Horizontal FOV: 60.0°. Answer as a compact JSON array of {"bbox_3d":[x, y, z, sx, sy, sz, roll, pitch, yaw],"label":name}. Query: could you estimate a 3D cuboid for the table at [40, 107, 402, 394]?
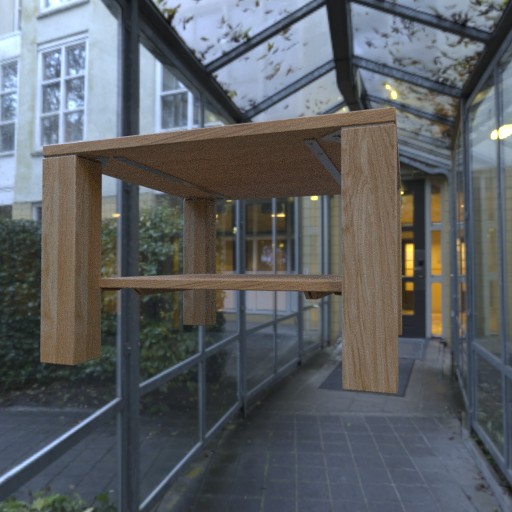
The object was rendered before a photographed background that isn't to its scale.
[{"bbox_3d":[0.000,0.000,1.134,0.700,0.450,0.700,0,-1,19],"label":"table"}]
